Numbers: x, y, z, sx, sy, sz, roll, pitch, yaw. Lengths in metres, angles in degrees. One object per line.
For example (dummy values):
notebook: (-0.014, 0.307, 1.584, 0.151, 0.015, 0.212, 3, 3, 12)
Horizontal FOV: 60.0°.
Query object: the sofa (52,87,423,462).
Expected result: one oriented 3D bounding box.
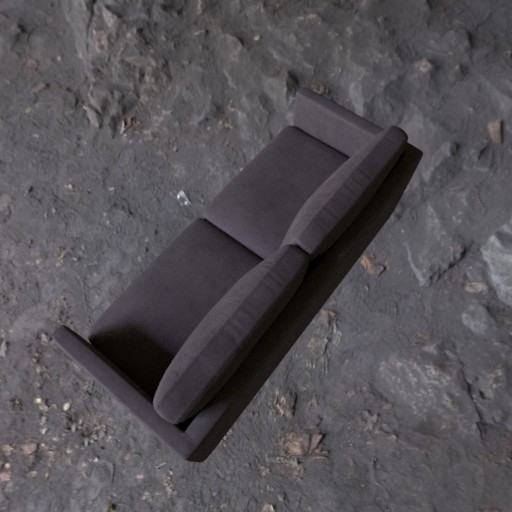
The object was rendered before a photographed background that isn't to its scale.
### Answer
sofa: (0.000, 0.000, 2.702, 0.951, 0.965, 2.208, 35, 69, 16)
